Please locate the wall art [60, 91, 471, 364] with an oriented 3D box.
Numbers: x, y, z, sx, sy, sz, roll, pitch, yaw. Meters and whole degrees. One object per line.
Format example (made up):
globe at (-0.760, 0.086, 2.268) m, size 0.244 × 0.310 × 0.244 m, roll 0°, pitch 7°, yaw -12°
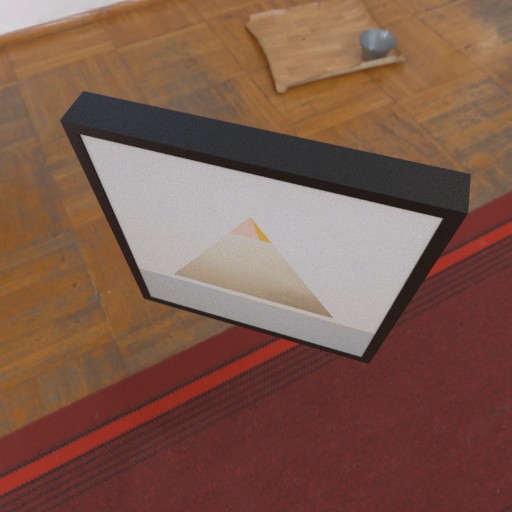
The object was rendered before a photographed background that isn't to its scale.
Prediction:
wall art at (0.000, 0.000, 0.453) m, size 0.304 × 0.303 × 0.037 m, roll 15°, pitch 59°, yaw 9°
